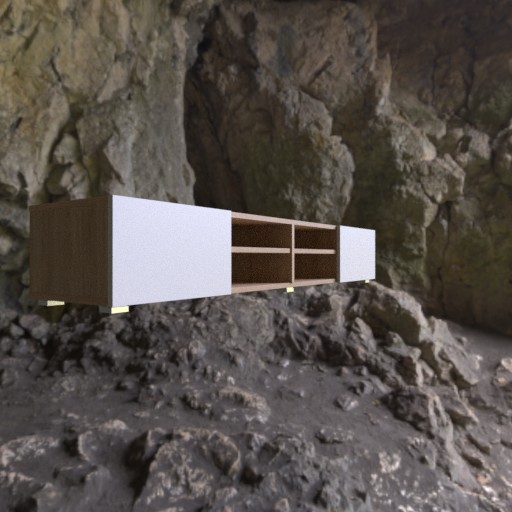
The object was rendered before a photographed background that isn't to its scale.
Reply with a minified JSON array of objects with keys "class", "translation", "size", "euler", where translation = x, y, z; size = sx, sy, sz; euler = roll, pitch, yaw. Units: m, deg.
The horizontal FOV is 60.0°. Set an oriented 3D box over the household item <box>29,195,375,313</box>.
[{"class":"household item","translation":[0.000,0.000,2.014],"size":[0.420,0.310,1.850],"euler":[0,0,36]}]
